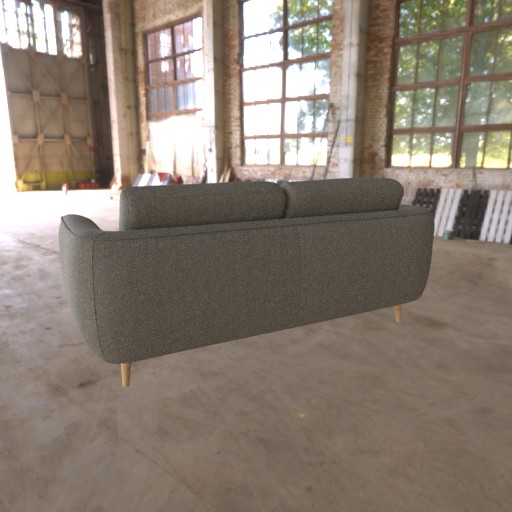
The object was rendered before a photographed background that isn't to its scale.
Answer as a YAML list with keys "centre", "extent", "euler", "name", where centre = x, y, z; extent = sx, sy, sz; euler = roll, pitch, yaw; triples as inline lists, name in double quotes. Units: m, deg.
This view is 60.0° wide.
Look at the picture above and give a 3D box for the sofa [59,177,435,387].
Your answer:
- centre: [0.000, 0.000, 2.491]
  extent: [2.000, 0.870, 0.920]
  euler: [-7, 14, -27]
  name: "sofa"
